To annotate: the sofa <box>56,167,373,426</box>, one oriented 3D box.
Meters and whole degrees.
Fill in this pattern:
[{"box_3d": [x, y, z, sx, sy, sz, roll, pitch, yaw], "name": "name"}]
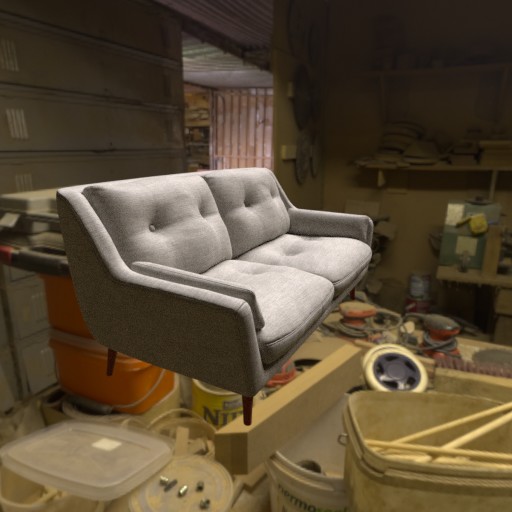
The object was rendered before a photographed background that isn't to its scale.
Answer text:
[{"box_3d": [0.000, 0.000, 2.442, 0.976, 0.897, 1.930, 7, 16, 26], "name": "sofa"}]
